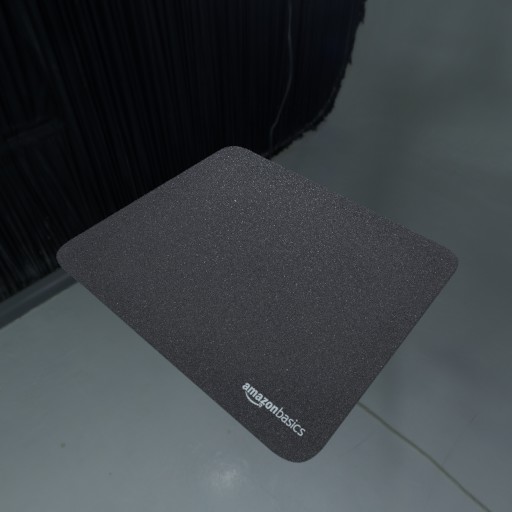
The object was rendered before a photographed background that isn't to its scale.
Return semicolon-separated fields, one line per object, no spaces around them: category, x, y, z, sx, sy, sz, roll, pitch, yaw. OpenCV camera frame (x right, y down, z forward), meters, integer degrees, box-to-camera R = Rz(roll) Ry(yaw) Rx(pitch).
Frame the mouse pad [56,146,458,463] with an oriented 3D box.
mouse pad;0.000;0.000;0.438;0.315;0.002;0.269;32;54;27
